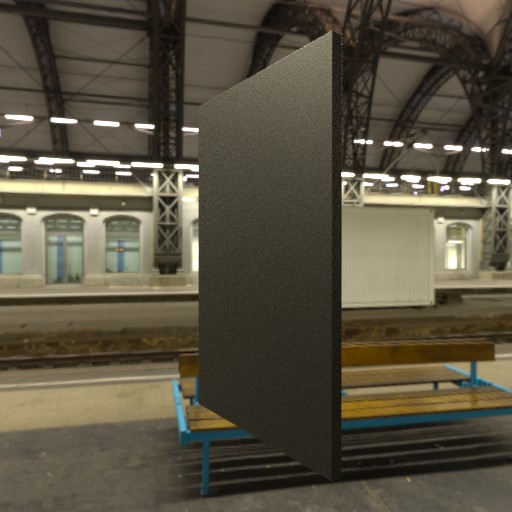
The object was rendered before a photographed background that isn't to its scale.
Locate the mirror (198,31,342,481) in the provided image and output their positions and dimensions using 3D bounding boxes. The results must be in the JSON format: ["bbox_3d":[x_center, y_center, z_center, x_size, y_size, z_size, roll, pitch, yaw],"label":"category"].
[{"bbox_3d":[0.000,0.000,1.520,0.038,1.219,0.762,0,0,-35],"label":"mirror"}]
